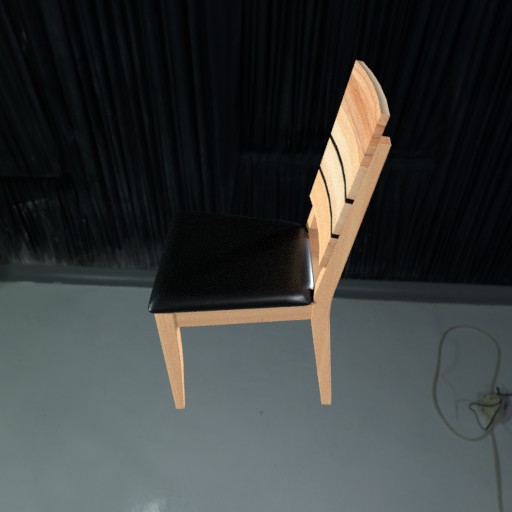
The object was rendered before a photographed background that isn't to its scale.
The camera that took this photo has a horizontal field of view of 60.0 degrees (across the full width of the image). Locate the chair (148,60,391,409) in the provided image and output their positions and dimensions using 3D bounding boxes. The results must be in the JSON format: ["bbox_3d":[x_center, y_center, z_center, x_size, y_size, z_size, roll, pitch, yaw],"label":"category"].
[{"bbox_3d":[0.000,0.000,1.215,0.520,0.940,0.410,1,41,1],"label":"chair"}]
